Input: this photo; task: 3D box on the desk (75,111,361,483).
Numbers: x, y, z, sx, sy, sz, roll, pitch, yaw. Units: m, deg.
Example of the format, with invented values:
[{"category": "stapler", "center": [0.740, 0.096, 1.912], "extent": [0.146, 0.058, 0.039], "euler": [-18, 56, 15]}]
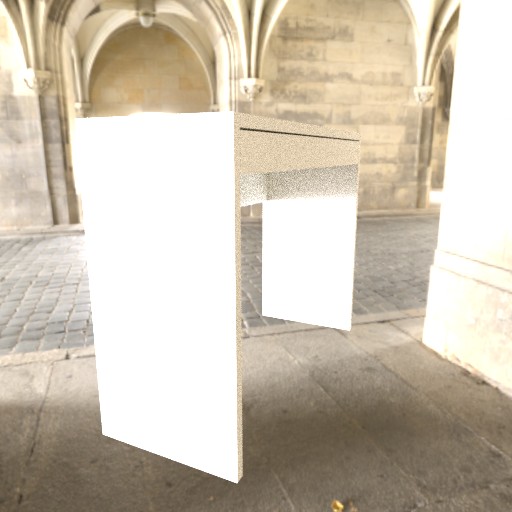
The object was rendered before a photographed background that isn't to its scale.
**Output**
[{"category": "desk", "center": [0.000, 0.000, 1.421], "extent": [0.400, 0.790, 1.000], "euler": [6, 14, 25]}]
